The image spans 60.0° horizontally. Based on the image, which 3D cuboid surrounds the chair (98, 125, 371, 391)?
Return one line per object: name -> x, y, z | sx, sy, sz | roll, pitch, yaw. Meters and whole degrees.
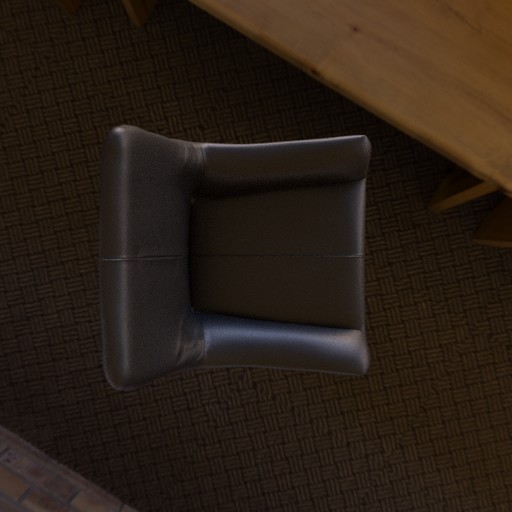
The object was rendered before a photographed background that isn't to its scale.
chair -> 0.000, 0.000, 1.549 | 0.826, 0.922, 0.836 | 0, 91, 0
